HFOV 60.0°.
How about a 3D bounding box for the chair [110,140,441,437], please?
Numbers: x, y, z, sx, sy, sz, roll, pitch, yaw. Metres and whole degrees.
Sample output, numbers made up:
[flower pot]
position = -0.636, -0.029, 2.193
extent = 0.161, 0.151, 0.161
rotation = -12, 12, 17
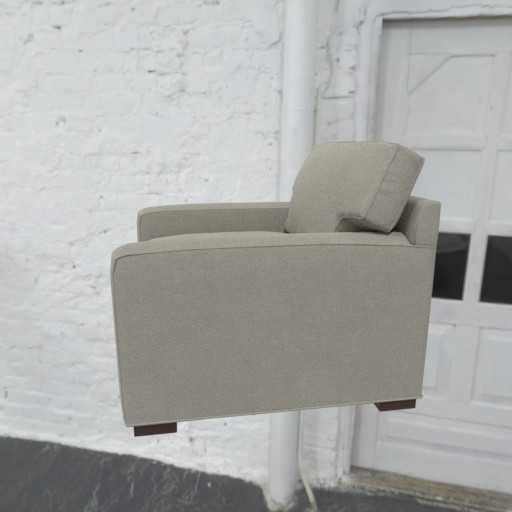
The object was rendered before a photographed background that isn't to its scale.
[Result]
[chair]
position = 0.000, 0.000, 1.860
extent = 1.044, 0.934, 0.999
rotation = -2, 14, -9
